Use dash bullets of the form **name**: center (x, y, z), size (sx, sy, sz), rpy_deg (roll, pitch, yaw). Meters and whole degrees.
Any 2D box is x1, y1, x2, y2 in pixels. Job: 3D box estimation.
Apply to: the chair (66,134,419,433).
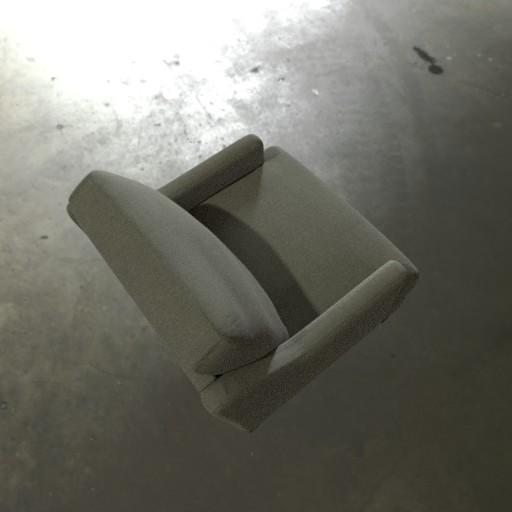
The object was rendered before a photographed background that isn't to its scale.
- **chair**: center (0.000, 0.000, 1.550), size (0.892, 0.821, 0.826), rpy_deg (-34, 64, -19)
